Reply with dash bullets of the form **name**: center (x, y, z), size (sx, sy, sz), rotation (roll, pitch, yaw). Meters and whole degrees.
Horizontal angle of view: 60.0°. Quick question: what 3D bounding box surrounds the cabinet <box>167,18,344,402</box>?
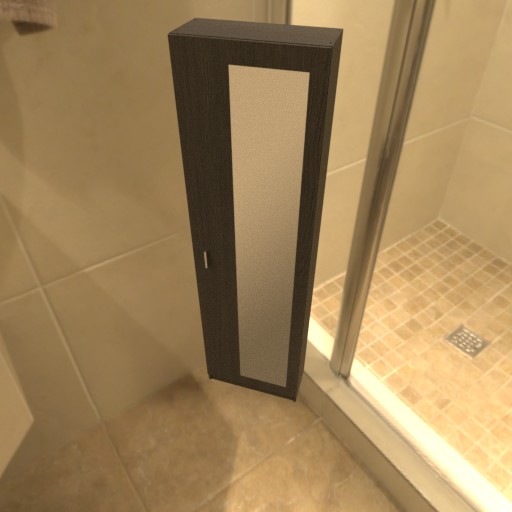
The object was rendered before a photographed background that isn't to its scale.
- **cabinet**: center (0.000, 0.000, 1.930), size (0.500, 1.790, 0.230), rotation (11, 41, 13)
